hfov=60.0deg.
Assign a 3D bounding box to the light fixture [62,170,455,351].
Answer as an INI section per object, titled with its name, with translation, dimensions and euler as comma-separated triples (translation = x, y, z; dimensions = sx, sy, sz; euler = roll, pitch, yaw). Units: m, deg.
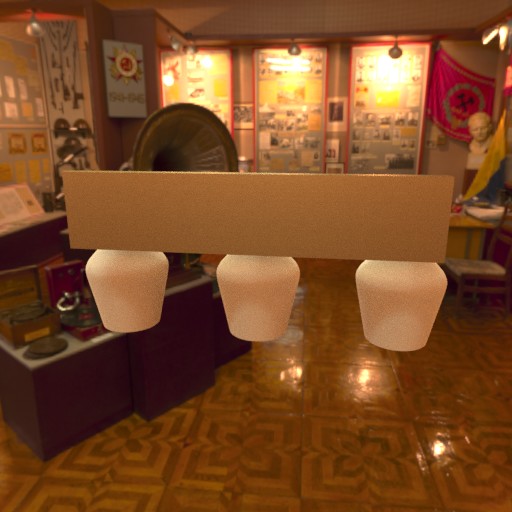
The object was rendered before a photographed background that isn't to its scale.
[light fixture]
translation = 0.000, 0.000, 0.723
dimensions = 0.609, 0.280, 0.190
euler = 2, 16, 8
